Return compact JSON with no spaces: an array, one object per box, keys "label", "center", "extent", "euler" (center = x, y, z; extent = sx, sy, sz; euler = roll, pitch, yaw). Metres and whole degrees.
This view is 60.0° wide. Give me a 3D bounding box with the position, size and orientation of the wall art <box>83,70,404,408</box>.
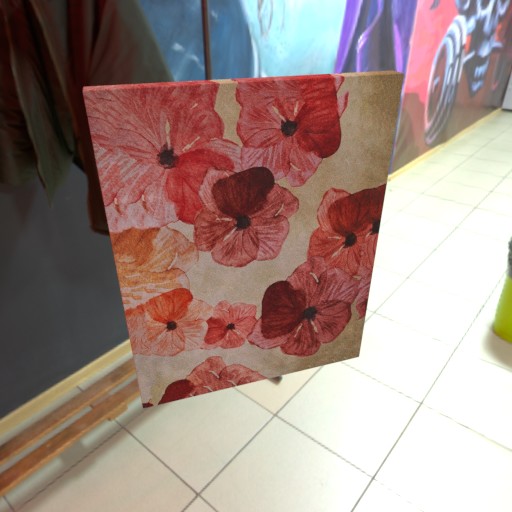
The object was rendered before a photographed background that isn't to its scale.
[{"label":"wall art","center":[0.000,0.000,0.678],"extent":[0.406,0.508,0.028],"euler":[-9,32,-15]}]
